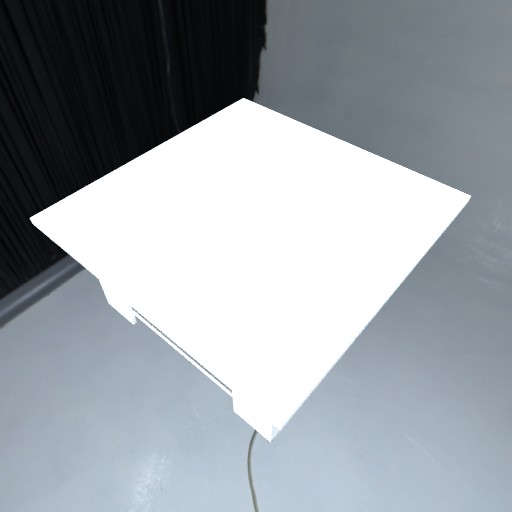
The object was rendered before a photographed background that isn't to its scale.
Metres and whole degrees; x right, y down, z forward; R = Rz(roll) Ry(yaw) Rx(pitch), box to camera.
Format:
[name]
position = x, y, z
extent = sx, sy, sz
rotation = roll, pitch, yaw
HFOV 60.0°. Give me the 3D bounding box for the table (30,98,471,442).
[table]
position = 0.000, 0.000, 1.064
extent = 0.670, 0.305, 0.670
rotation = 32, 55, 26
